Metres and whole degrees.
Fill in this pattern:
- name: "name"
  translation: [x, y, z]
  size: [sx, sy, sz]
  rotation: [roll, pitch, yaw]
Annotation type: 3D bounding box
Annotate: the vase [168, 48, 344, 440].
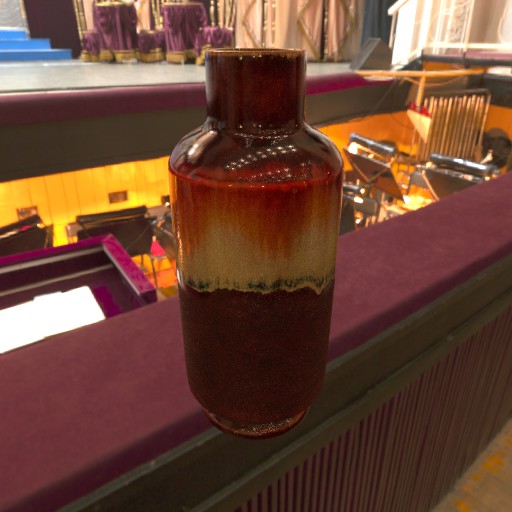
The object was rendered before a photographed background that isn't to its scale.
- name: "vase"
  translation: [0.000, 0.000, 0.309]
  size: [0.111, 0.261, 0.111]
  rotation: [0, 27, 0]
